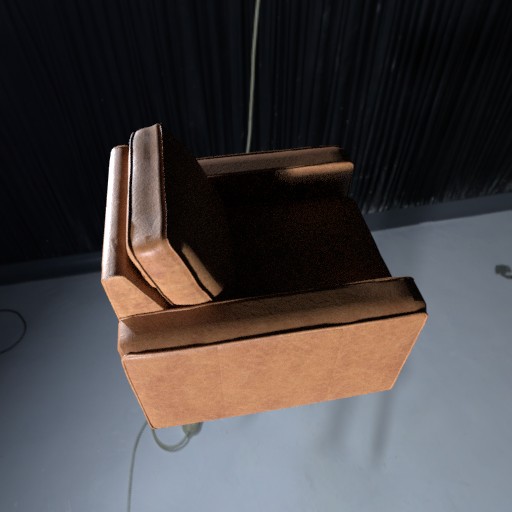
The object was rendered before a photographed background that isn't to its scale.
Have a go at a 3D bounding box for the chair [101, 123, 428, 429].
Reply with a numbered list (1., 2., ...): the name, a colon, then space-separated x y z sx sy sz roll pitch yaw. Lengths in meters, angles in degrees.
1. chair: 0.000 0.000 1.759 1.027 0.901 0.987 -10 49 -8
